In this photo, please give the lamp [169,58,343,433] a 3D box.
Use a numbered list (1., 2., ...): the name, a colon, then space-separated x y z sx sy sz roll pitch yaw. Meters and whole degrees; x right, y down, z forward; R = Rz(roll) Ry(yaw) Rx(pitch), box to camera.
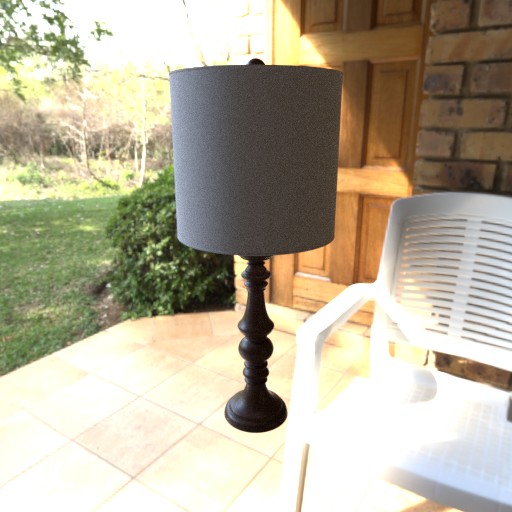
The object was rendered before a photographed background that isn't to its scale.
1. lamp: 0.000 0.000 0.727 0.250 0.597 0.250 9 19 26
